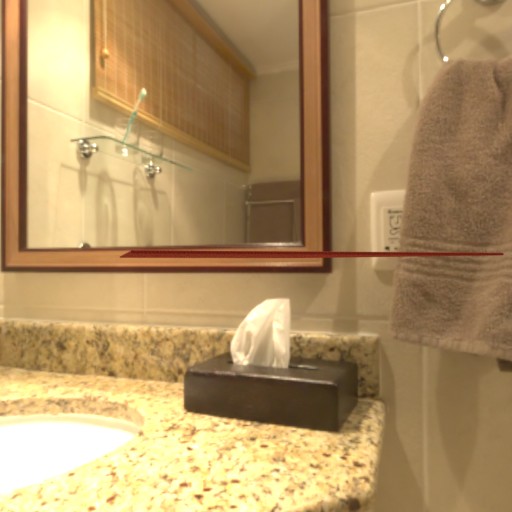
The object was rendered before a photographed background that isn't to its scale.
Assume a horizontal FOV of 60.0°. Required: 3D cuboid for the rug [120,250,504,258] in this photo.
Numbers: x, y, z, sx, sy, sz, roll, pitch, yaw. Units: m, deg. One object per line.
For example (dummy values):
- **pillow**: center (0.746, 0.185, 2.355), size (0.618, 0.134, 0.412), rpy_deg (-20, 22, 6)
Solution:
- **rug**: center (0.000, 0.000, 2.770), size (1.593, 0.013, 2.211), rpy_deg (0, -1, -18)
